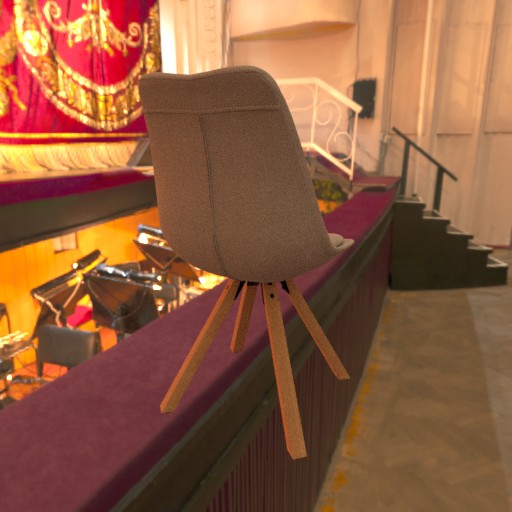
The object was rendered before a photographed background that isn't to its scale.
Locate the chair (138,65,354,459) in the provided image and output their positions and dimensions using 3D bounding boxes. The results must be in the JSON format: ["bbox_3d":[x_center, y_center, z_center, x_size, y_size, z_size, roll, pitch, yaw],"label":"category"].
[{"bbox_3d":[0.000,0.000,1.178,0.474,0.863,0.549,8,17,27],"label":"chair"}]
